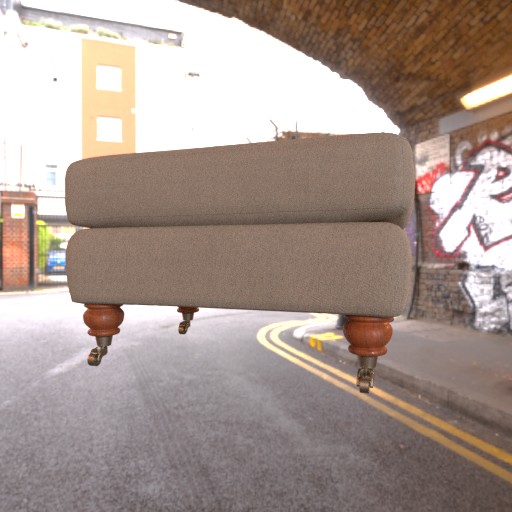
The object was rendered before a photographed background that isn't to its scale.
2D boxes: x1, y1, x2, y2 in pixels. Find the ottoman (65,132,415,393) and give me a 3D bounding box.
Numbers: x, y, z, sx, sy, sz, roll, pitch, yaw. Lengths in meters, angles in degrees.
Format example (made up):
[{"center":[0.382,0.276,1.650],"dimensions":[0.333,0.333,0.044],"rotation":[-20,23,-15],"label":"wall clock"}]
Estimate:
[{"center":[0.000,0.000,1.148],"dimensions":[0.773,0.504,0.569],"rotation":[0,0,19],"label":"ottoman"}]
